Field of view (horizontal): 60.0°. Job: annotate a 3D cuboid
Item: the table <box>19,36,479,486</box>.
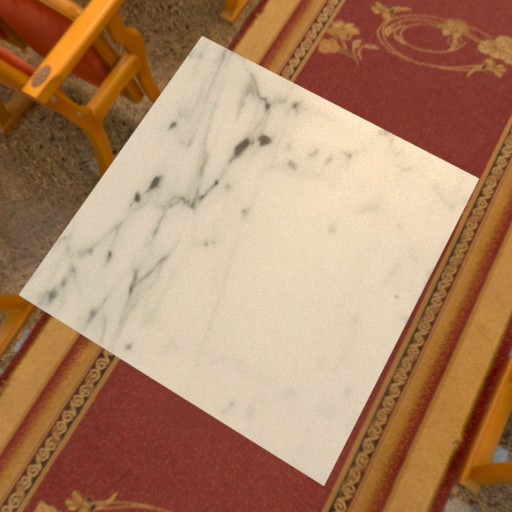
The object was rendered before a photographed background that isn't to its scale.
[{"bbox_3d":[0.000,0.000,1.272,0.800,0.450,0.800,30,79,6],"label":"table"}]
